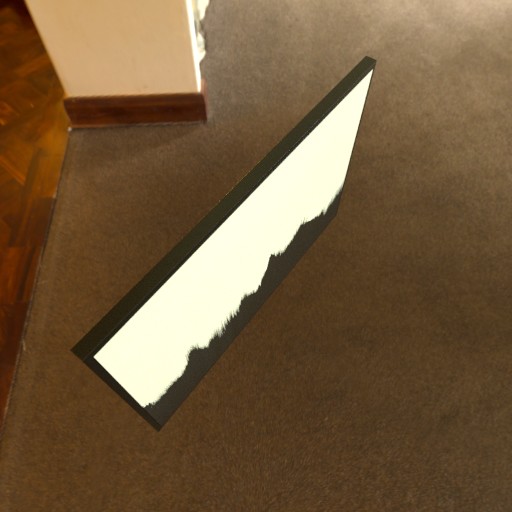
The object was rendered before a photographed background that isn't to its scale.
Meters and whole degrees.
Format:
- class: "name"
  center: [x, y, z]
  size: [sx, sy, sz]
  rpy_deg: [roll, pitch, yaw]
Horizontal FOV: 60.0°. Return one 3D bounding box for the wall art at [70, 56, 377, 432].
- class: "wall art"
  center: [0.000, 0.000, 0.816]
  size: [0.022, 0.446, 0.659]
  rpy_deg: [33, 64, 18]
